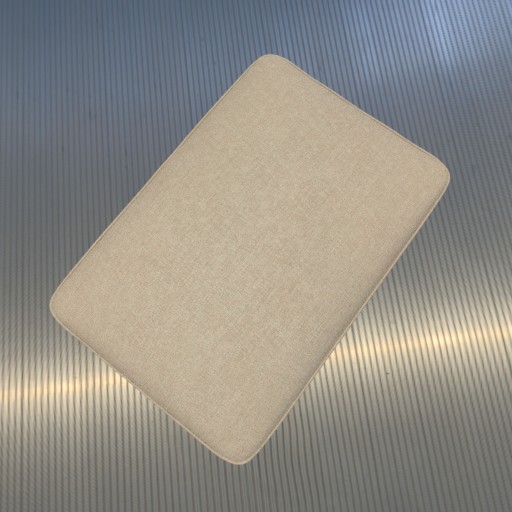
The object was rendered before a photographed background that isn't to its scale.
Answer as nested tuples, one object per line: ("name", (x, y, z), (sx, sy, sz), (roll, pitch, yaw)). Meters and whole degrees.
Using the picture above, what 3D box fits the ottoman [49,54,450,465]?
("ottoman", (0.000, 0.000, 1.134), (0.559, 0.458, 0.813), (37, 79, 8))
